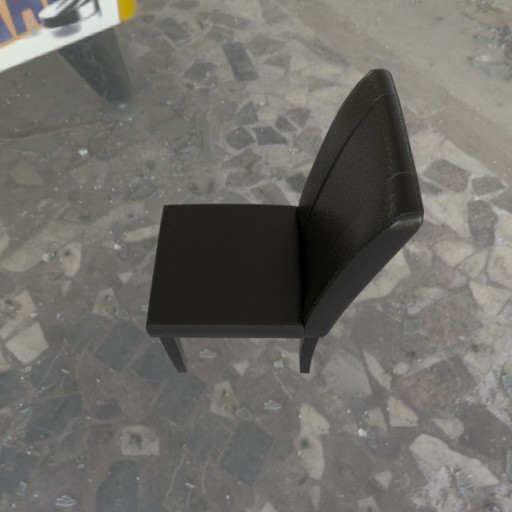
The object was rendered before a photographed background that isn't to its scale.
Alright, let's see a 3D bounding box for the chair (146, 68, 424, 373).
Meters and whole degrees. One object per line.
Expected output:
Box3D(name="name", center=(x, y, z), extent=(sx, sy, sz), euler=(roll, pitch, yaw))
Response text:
Box3D(name="chair", center=(0.000, 0.000, 1.185), extent=(0.556, 0.897, 0.399), euler=(0, 59, 0))
